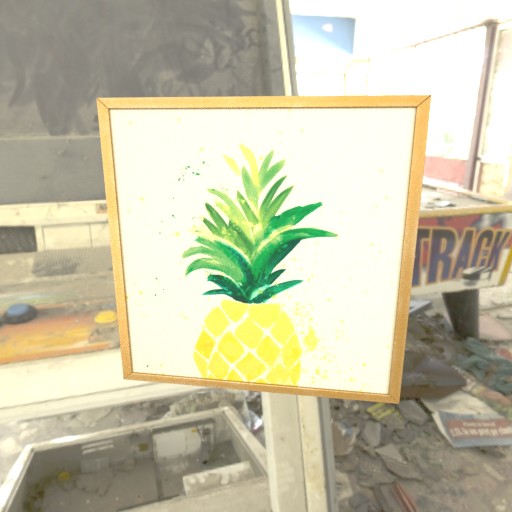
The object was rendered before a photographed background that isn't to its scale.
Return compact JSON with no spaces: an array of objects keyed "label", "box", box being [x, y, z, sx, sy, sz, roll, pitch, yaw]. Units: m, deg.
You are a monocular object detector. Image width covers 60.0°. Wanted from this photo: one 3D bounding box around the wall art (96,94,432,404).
[{"label":"wall art","box":[0.000,0.000,1.122,0.762,0.760,0.037,3,17,8]}]
